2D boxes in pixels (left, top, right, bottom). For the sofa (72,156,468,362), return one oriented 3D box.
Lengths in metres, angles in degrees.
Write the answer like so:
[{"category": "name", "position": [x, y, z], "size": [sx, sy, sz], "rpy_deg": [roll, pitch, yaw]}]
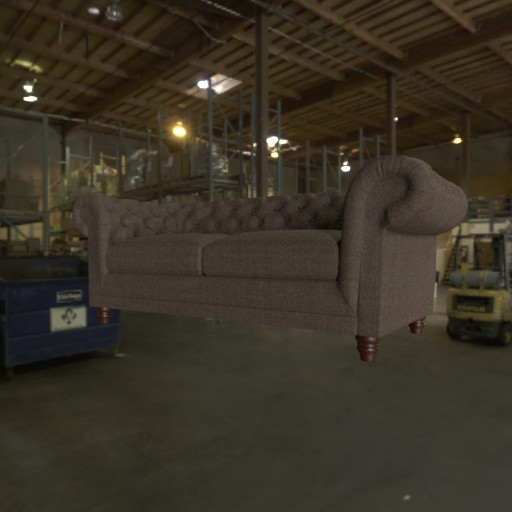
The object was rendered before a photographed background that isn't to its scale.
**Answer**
[{"category": "sofa", "position": [0.000, 0.000, 2.444], "size": [2.048, 0.780, 0.944], "rpy_deg": [0, 0, 34]}]
